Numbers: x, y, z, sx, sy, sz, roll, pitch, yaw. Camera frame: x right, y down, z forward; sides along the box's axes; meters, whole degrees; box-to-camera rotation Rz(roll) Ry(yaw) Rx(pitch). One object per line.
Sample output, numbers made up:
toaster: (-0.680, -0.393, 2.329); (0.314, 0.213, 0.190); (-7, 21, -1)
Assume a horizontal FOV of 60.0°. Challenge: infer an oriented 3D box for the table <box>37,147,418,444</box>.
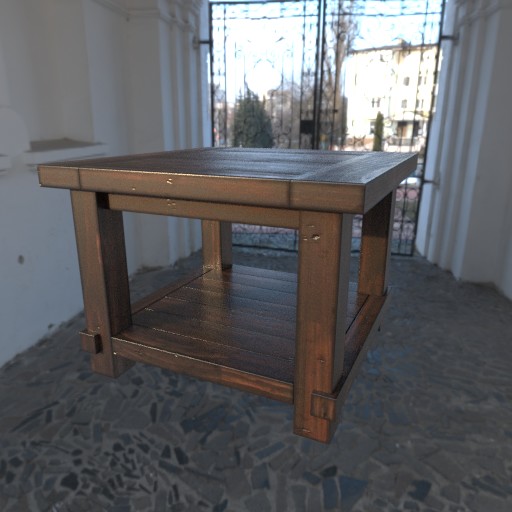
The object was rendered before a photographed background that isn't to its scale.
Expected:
table: (0.000, 0.000, 1.006); (0.593, 0.437, 0.606); (8, 19, 24)
